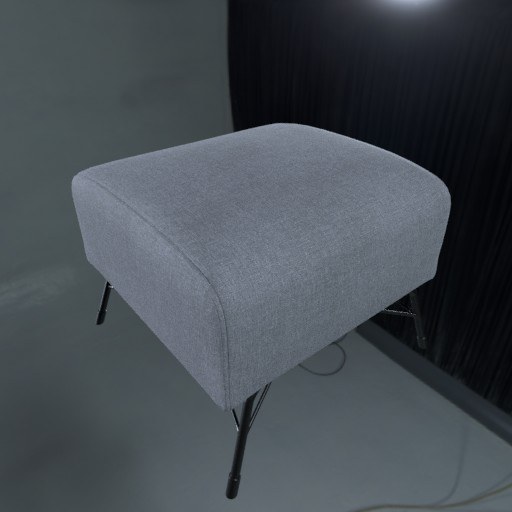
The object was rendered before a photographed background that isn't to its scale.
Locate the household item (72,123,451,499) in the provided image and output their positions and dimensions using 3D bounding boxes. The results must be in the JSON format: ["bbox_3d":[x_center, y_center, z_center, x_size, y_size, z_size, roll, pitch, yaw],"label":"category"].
[{"bbox_3d":[0.000,0.000,0.876,0.530,0.410,0.530,-24,39,-32],"label":"household item"}]
